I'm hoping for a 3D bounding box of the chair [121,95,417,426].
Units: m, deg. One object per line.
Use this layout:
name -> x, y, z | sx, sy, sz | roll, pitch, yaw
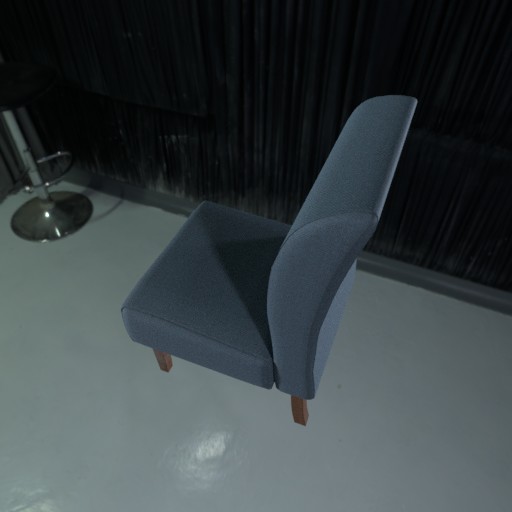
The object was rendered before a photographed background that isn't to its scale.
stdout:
chair -> 0.000, 0.000, 1.178 | 0.592, 0.804, 0.513 | 15, 48, 14
